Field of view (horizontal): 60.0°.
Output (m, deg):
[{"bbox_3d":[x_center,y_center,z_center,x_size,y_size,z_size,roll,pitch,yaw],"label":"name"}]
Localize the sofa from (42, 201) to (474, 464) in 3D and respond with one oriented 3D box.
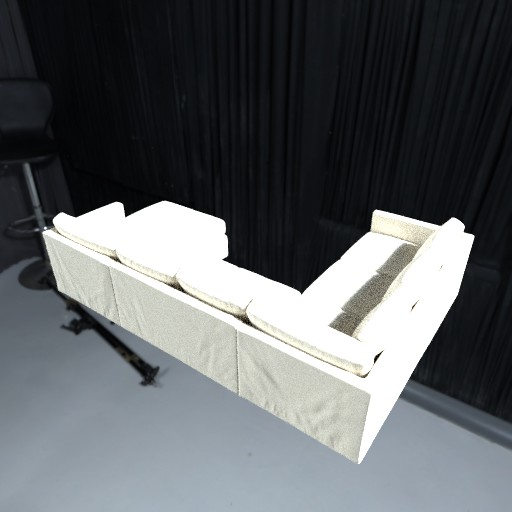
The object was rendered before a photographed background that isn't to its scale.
[{"bbox_3d":[0.000,0.000,4.429,3.460,0.882,2.427,21,37,30],"label":"sofa"}]
